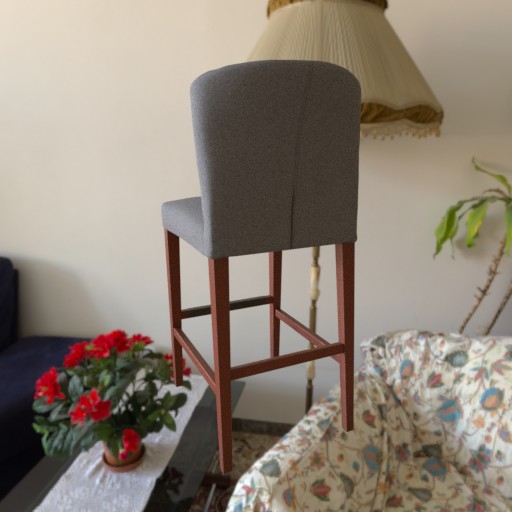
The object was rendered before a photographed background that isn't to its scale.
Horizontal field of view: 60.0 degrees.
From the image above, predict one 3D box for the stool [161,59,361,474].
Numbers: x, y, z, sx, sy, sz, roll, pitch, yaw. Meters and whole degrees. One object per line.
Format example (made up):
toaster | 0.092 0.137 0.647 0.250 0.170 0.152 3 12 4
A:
stool | 0.000 0.000 1.395 0.481 1.069 0.568 -7 17 -25
